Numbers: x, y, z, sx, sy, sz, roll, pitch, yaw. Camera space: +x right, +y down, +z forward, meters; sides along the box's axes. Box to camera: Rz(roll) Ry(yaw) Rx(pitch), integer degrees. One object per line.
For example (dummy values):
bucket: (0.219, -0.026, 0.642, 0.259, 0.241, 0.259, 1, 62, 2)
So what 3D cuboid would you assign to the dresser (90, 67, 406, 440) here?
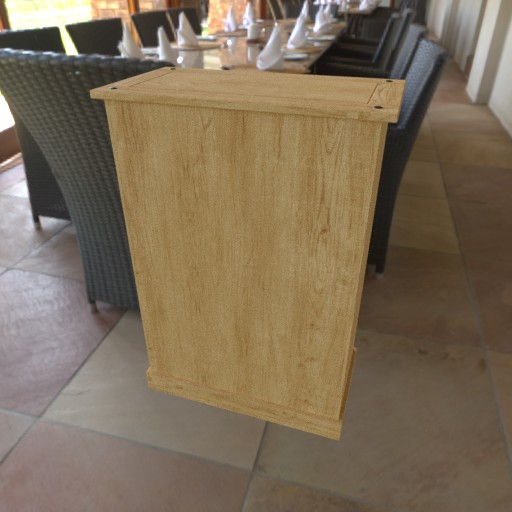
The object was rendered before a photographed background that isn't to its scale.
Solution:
dresser: (0.000, 0.000, 1.766, 0.915, 1.300, 0.485, 10, 33, 16)
